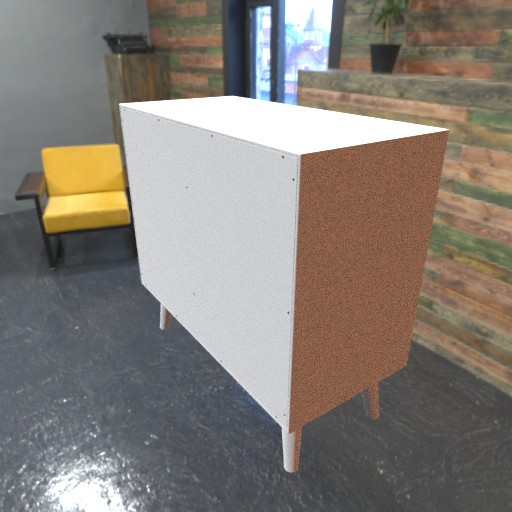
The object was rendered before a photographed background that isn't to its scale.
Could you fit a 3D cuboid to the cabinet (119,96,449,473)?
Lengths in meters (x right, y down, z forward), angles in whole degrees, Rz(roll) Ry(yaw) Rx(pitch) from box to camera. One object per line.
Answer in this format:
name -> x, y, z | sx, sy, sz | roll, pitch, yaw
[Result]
cabinet -> 0.000, 0.000, 1.238 | 0.398, 0.761, 0.800 | -17, 30, -31
